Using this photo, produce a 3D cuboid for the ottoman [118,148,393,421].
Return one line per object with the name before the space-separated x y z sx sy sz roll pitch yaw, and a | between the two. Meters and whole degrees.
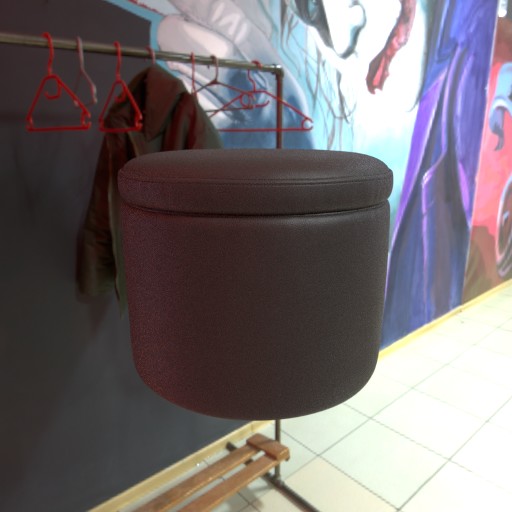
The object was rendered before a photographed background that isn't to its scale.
ottoman | 0.000 0.000 0.875 0.500 0.409 0.500 0 15 0
